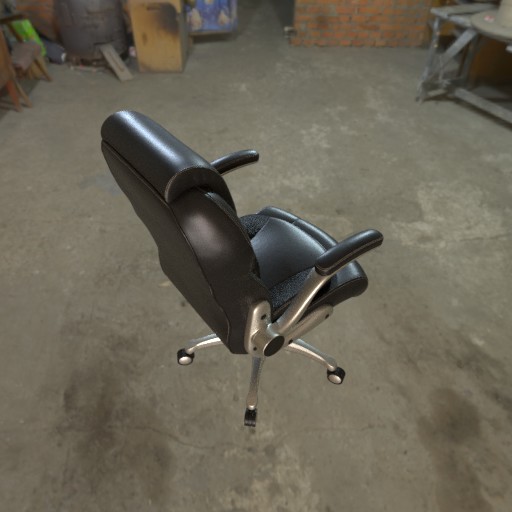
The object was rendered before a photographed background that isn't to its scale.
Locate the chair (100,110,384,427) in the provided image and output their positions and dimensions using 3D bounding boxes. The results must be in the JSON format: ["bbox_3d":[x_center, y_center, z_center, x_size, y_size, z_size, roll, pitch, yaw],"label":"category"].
[{"bbox_3d":[0.000,0.000,1.607,0.801,1.141,0.724,-26,48,-26],"label":"chair"}]
